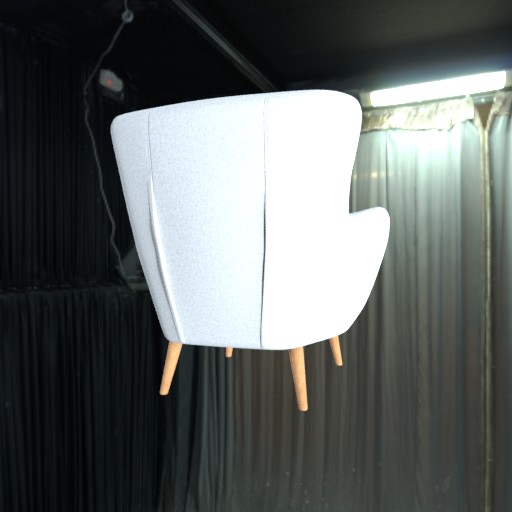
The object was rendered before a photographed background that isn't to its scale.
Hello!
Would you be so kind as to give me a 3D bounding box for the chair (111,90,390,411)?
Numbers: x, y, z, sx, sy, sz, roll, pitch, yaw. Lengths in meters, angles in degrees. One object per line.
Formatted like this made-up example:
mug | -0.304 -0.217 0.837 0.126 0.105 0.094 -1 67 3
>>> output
chair | 0.000 0.000 1.587 0.890 0.889 0.889 0 -1 19
